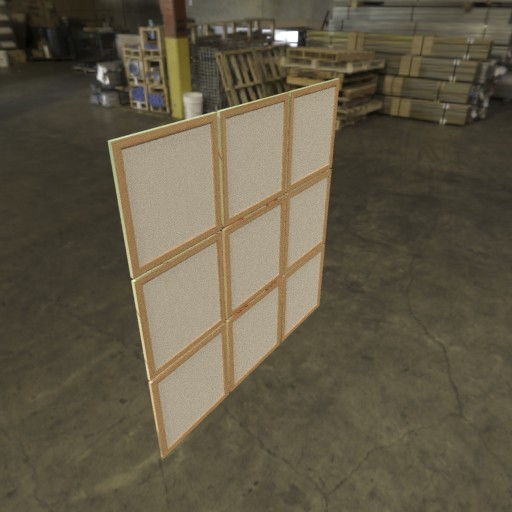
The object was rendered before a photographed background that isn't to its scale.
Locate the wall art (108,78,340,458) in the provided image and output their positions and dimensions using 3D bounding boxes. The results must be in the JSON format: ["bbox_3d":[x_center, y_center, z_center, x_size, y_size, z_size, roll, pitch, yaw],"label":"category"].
[{"bbox_3d":[0.000,0.000,1.813,0.013,1.219,1.214,20,36,31],"label":"wall art"}]
